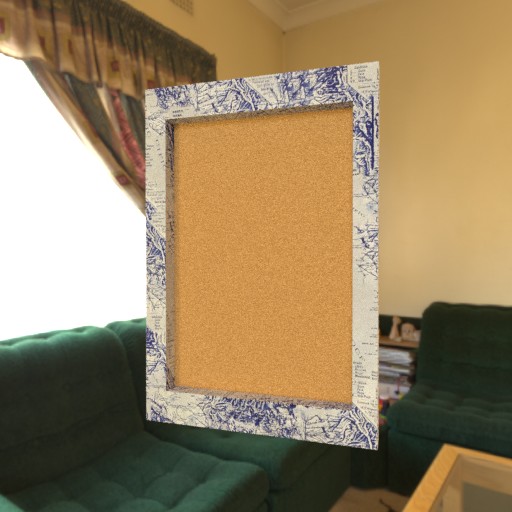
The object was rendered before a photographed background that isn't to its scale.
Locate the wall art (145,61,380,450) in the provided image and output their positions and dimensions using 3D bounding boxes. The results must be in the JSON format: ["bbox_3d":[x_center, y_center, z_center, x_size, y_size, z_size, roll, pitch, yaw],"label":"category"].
[{"bbox_3d":[0.000,0.000,0.764,0.408,0.601,0.040,0,1,17],"label":"wall art"}]
